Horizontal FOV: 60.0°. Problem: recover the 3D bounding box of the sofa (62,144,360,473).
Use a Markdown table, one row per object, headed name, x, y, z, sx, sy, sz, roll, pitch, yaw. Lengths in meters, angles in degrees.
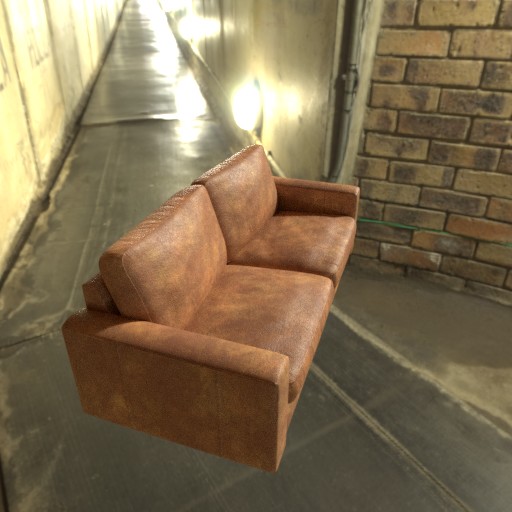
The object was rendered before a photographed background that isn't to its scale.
| name | x | y | z | sx | sy | sz | roll | pitch | yaw |
| --- | --- | --- | --- | --- | --- | --- | --- | --- | --- |
| sofa | 0.000 | 0.000 | 2.700 | 1.016 | 0.873 | 2.179 | 10 | 31 | 17 |
